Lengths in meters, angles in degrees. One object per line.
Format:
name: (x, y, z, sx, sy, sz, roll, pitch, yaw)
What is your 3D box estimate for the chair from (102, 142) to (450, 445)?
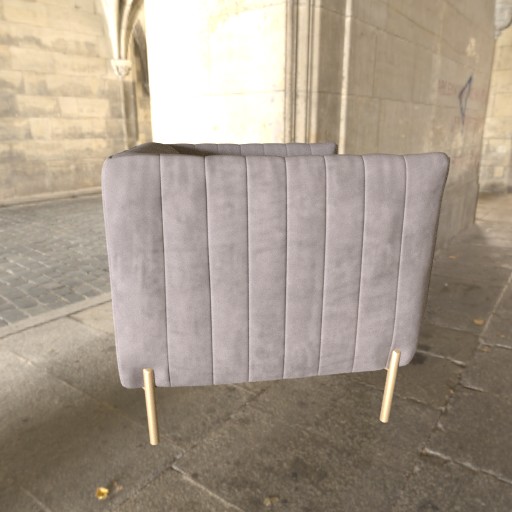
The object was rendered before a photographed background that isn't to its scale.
chair: (0.000, 0.000, 1.585, 0.873, 0.779, 0.981, -3, 16, -9)
